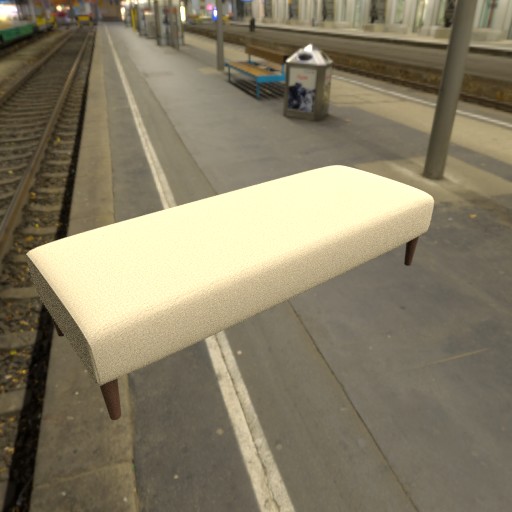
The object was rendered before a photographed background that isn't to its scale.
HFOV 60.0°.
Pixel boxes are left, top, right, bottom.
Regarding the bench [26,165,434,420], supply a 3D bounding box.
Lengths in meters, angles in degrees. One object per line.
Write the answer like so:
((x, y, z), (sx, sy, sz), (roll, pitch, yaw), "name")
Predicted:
((0.000, 0.000, 1.861), (1.609, 0.393, 0.646), (-21, 35, -33), "bench")
